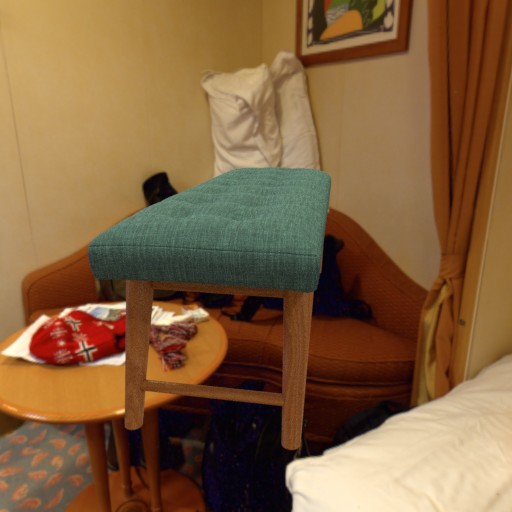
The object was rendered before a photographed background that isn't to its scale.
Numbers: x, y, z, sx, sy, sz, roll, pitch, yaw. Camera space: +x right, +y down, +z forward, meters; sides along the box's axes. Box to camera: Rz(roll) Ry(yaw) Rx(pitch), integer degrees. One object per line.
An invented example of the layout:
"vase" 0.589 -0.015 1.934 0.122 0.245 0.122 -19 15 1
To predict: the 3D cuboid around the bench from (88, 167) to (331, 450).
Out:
"bench" 0.000 0.000 1.310 0.406 0.432 1.118 3 17 10
